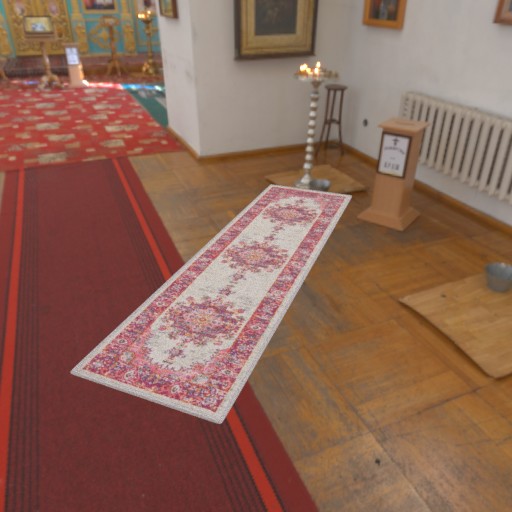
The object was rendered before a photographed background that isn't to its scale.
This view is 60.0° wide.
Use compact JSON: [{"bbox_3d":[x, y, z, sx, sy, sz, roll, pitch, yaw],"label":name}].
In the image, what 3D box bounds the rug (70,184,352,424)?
[{"bbox_3d":[0.000,0.000,2.565,0.666,0.011,2.294,11,31,19],"label":"rug"}]
